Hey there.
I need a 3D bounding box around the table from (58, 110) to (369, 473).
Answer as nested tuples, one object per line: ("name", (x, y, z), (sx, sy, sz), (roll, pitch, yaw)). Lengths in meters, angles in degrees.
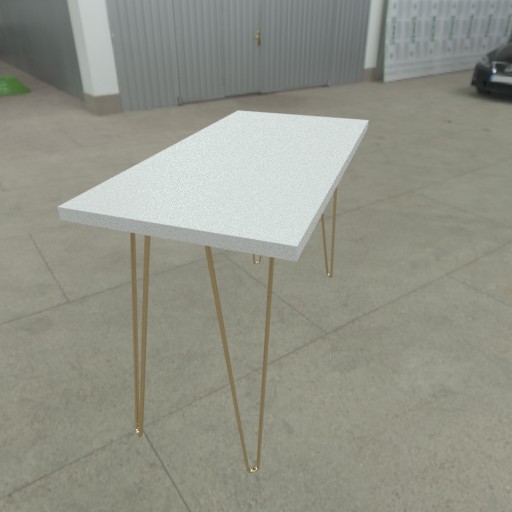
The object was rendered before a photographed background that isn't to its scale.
("table", (0.000, 0.000, 1.385), (0.498, 0.660, 0.991), (10, 31, 17))
